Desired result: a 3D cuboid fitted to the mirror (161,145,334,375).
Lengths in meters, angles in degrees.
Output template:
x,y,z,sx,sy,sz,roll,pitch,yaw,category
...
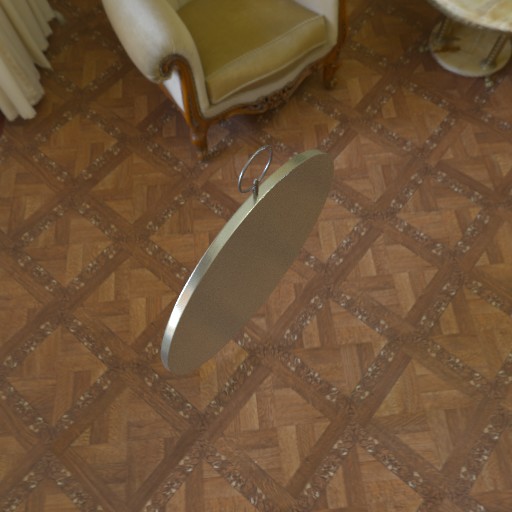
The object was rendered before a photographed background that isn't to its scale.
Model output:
x,y,z,sx,sy,sz,roll,pitch,yaw,category
0.000,0.000,0.968,0.020,0.713,0.594,35,70,15,mirror
